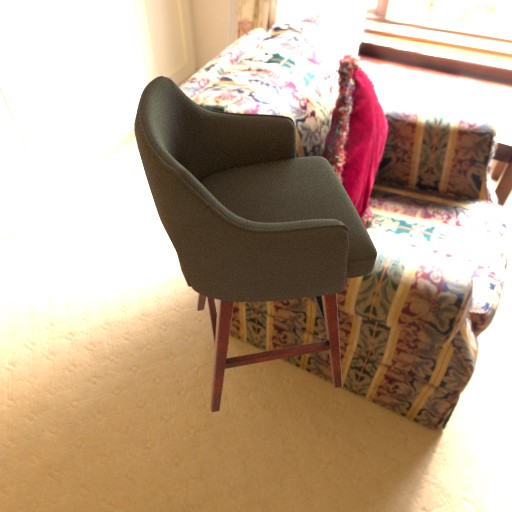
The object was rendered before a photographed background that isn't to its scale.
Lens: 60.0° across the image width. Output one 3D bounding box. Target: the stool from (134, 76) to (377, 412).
[{"bbox_3d":[0.000,0.000,1.369,0.558,1.012,0.548,-8,47,-8],"label":"stool"}]
